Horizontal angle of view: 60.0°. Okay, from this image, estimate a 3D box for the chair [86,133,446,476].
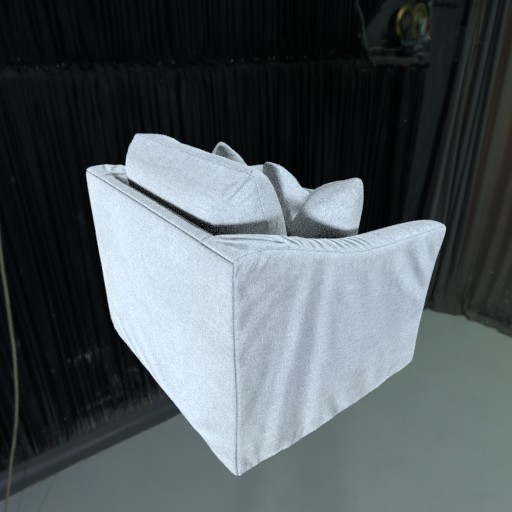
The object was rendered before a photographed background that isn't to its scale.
[{"bbox_3d":[0.000,0.000,2.015,1.071,1.059,1.194,-19,32,-33],"label":"chair"}]
